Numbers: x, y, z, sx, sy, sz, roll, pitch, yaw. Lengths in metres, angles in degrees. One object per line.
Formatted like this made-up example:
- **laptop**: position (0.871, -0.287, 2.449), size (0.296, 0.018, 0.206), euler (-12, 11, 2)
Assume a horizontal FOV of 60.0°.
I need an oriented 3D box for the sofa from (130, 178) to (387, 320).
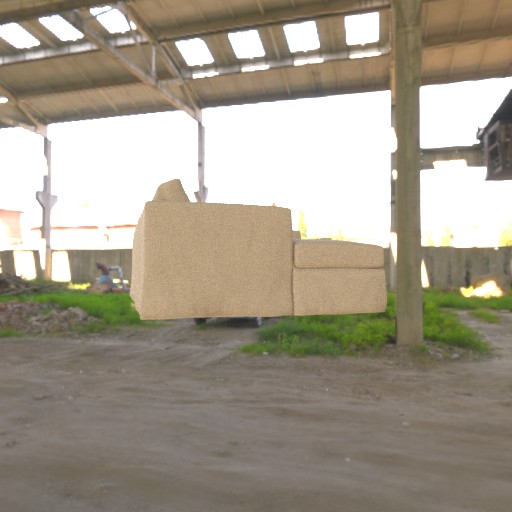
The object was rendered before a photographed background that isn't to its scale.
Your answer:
- **sofa**: position (0.000, 0.000, 4.575), size (2.476, 0.878, 3.528), euler (1, -2, -17)
